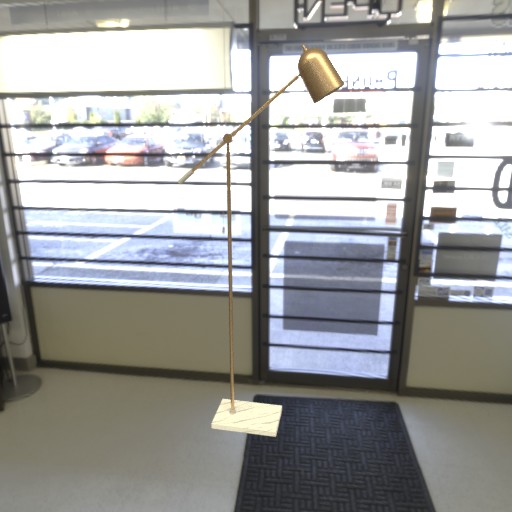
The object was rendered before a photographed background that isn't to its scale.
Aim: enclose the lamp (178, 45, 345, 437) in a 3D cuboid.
[{"bbox_3d":[0.000,0.000,1.842,0.653,1.594,0.194,3,17,11],"label":"lamp"}]
